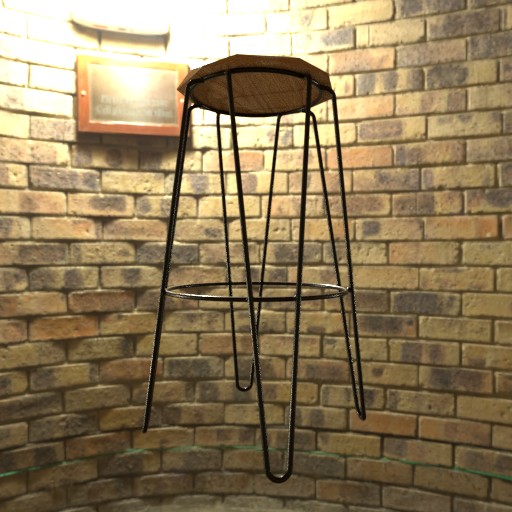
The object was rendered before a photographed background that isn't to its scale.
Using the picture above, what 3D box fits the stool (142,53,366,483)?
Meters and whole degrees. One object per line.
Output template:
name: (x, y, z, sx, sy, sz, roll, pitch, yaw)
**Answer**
stool: (0.000, 0.000, 0.792, 0.326, 0.610, 0.326, 1, 1, 37)
